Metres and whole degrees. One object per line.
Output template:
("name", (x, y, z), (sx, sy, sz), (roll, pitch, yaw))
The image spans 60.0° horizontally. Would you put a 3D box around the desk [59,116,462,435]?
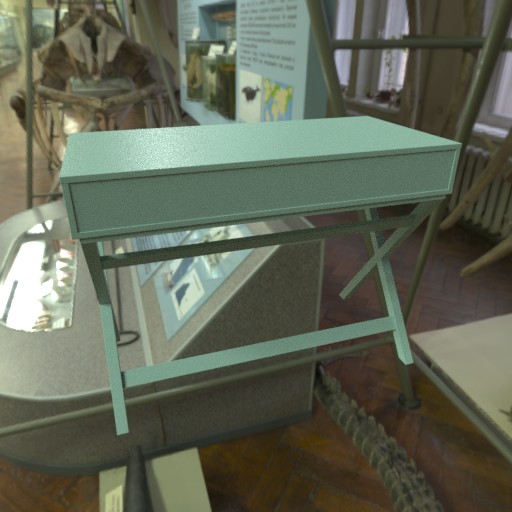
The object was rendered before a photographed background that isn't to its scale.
("desk", (0.000, 0.000, 1.488), (1.059, 0.780, 0.509), (-8, 28, -16))
